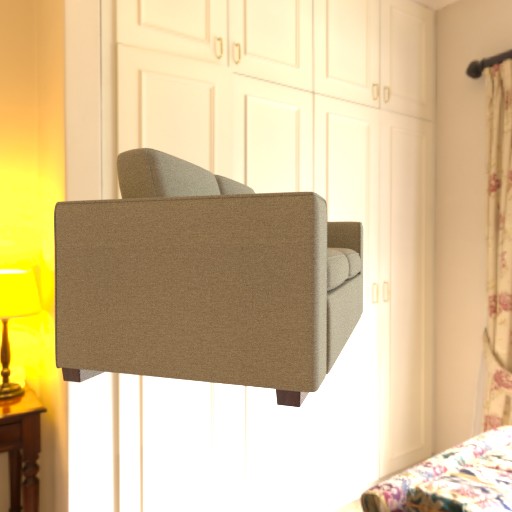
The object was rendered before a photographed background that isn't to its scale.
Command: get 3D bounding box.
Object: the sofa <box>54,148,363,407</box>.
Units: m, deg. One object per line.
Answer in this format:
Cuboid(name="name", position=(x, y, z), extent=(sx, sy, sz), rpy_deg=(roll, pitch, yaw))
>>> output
Cuboid(name="sofa", position=(0.000, 0.000, 2.364), extent=(1.007, 0.924, 1.812), rpy_deg=(0, 1, 18))
